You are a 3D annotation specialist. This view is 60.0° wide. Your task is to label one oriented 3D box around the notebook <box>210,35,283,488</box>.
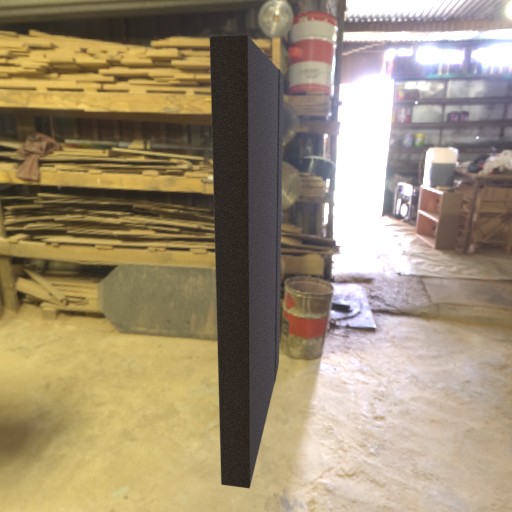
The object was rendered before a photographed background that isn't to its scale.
[{"bbox_3d":[0.000,0.000,0.260,0.016,0.213,0.127,3,16,9],"label":"notebook"}]
